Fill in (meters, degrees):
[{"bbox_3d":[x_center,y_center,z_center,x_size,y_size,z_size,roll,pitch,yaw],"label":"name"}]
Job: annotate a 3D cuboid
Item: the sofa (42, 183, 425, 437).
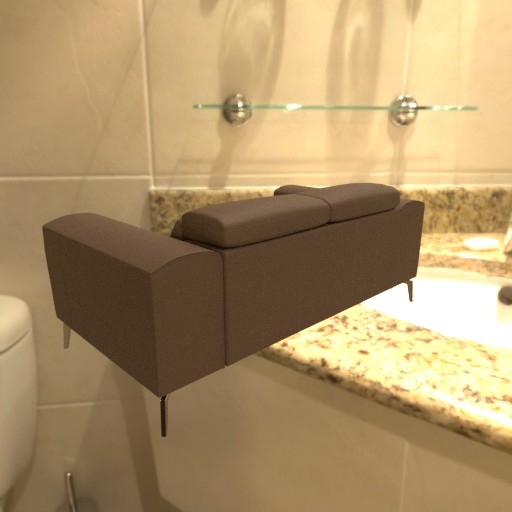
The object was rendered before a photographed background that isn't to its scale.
[{"bbox_3d":[0.000,0.000,2.430,1.895,0.779,1.003,-15,22,-42],"label":"sofa"}]
